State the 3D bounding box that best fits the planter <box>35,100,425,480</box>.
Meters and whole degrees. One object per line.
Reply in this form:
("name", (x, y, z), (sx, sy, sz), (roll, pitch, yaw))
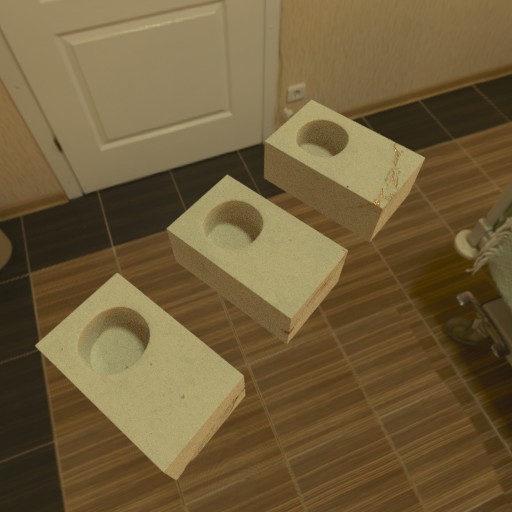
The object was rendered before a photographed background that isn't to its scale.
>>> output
("planter", (0.000, 0.000, 0.378), (0.127, 0.051, 0.333), (35, 64, 19))
